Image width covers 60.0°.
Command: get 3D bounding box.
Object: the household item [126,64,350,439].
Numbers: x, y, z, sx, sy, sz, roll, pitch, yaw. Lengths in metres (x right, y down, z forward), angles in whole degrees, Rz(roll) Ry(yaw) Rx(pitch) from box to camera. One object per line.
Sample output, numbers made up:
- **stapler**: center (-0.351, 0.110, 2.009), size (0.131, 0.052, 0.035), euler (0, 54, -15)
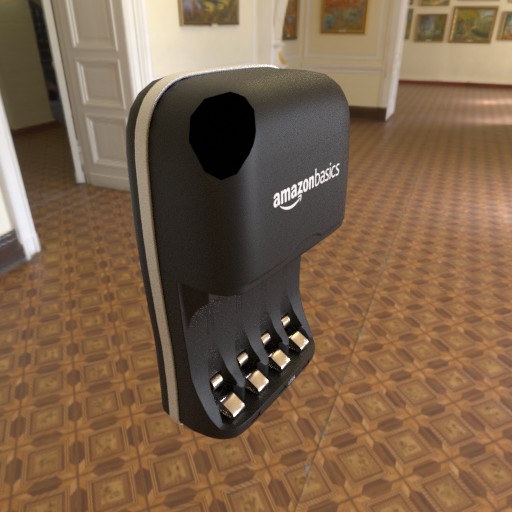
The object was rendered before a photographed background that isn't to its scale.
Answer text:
- **household item**: center (0.000, 0.000, 0.146), size (0.038, 0.114, 0.070), euler (19, 33, 32)
